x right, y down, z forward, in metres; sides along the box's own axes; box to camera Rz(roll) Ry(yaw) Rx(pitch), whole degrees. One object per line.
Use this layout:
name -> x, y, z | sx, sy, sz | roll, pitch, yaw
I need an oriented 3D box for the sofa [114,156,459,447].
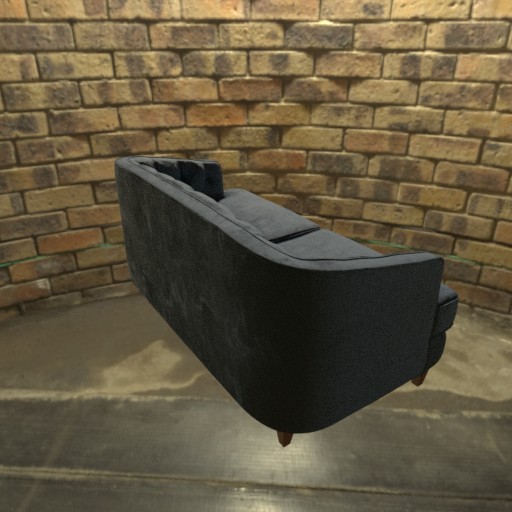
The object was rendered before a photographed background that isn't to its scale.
sofa -> 0.000, 0.000, 2.246 | 0.941, 0.854, 1.733 | -17, 31, -30
